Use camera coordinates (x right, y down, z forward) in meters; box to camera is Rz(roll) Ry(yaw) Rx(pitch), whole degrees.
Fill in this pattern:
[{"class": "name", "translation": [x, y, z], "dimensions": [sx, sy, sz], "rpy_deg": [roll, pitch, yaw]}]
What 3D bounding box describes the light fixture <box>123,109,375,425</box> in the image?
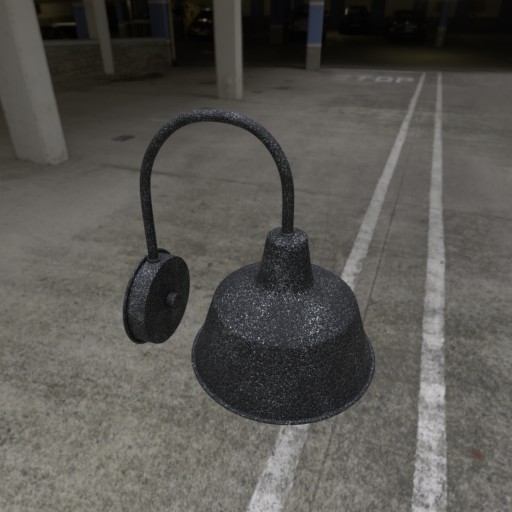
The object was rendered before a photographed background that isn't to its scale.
[{"class": "light fixture", "translation": [0.000, 0.000, 0.475], "dimensions": [0.283, 0.300, 0.216], "rpy_deg": [11, 33, 17]}]
